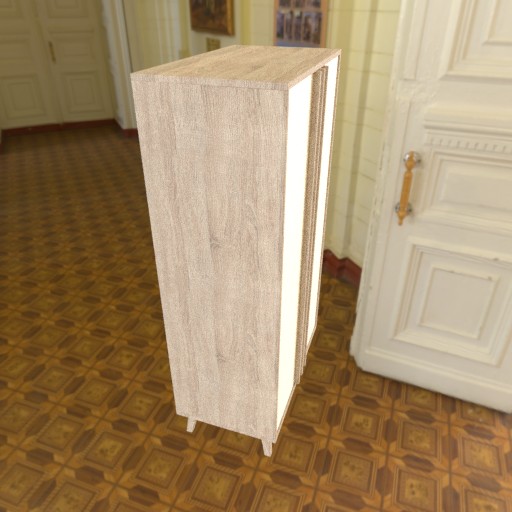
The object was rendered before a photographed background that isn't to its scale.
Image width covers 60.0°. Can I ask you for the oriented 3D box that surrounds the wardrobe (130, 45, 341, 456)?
[{"bbox_3d":[0.000,0.000,2.396,0.600,1.960,1.000,10,32,16],"label":"wardrobe"}]
